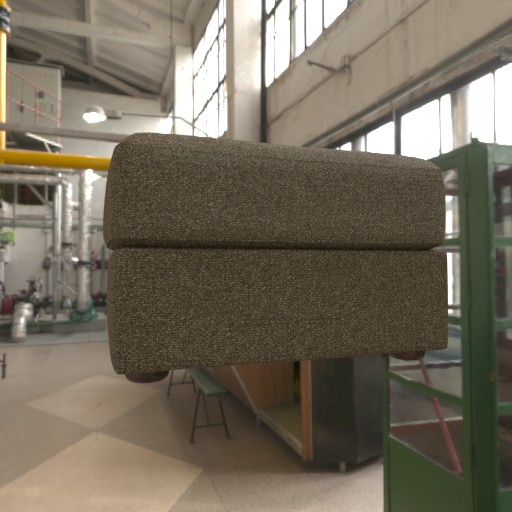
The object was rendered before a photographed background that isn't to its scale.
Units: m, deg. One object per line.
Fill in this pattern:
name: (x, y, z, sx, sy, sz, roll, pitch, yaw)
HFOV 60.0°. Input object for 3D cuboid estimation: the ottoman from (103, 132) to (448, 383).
ottoman: (0.000, 0.000, 1.136, 0.742, 0.476, 0.598, 0, -1, -19)
